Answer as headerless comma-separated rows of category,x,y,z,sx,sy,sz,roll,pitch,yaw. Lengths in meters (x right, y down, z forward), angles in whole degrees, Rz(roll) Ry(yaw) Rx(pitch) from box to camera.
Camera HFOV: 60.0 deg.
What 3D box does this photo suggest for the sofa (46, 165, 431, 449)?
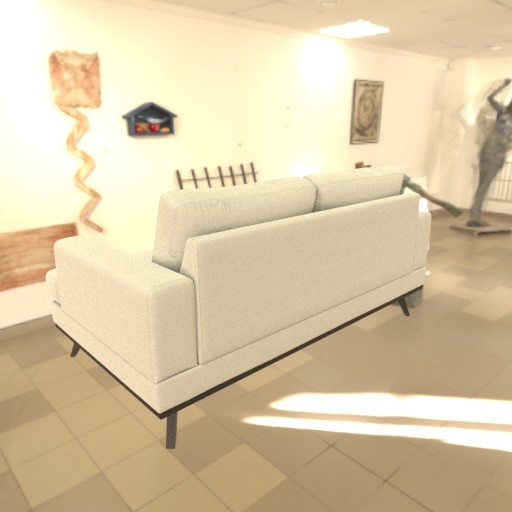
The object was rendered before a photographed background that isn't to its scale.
sofa,0.000,0.000,2.110,1.650,0.810,0.920,-15,22,-41
